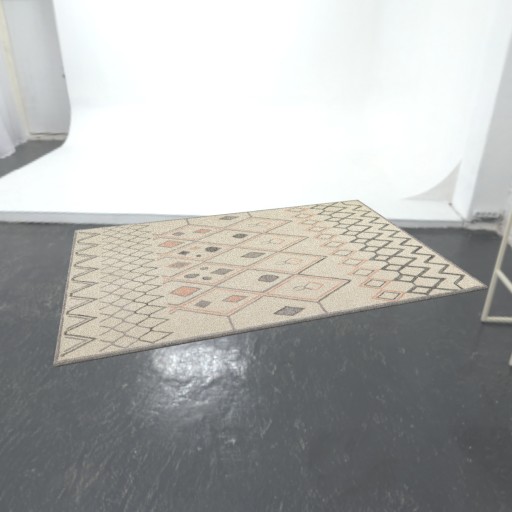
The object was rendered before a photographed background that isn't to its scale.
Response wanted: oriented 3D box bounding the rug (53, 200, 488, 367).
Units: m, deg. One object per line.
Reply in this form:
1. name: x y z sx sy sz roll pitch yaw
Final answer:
1. rug: 0.000 0.000 2.287 1.829 0.016 1.219 -8 28 -15
